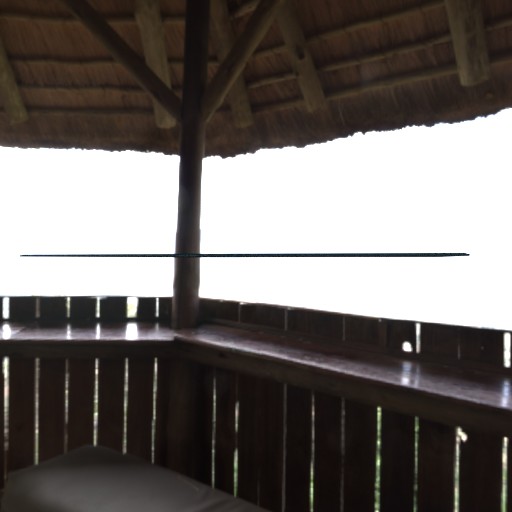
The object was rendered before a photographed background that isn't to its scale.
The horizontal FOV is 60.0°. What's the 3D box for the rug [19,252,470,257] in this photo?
[{"bbox_3d":[0.000,0.000,3.426,2.769,0.018,1.830,0,0,18],"label":"rug"}]
